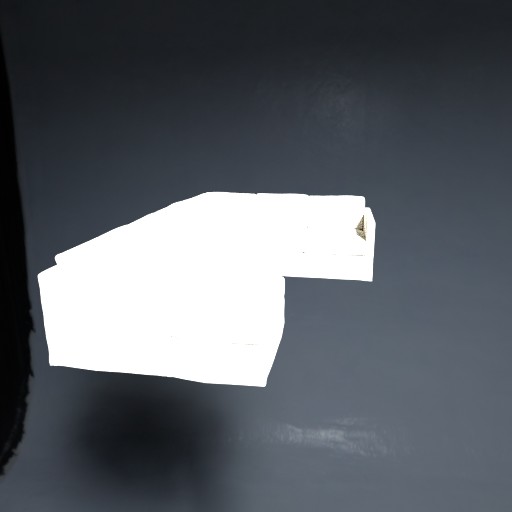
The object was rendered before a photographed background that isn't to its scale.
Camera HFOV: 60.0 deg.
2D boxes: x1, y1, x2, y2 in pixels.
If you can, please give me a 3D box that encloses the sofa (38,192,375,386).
[{"bbox_3d":[0.000,0.000,4.499,2.448,0.882,3.464,3,15,10],"label":"sofa"}]
